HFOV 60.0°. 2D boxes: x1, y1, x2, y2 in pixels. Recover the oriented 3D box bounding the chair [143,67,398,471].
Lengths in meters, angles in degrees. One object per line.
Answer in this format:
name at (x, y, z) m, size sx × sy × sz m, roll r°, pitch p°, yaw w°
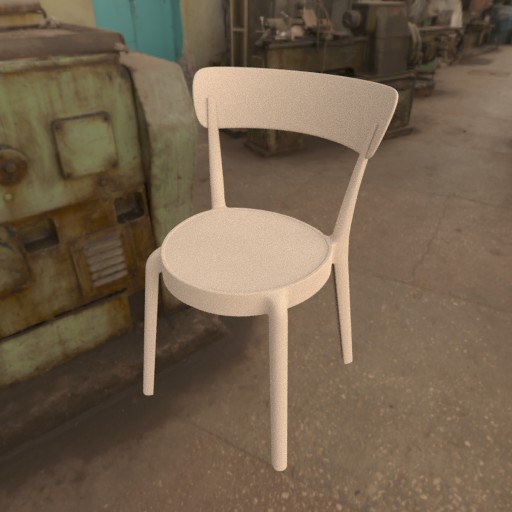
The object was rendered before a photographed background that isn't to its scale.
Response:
chair at (0.000, 0.000, 1.097) m, size 0.506 × 0.790 × 0.491 m, roll 18°, pitch 37°, yaw 27°
